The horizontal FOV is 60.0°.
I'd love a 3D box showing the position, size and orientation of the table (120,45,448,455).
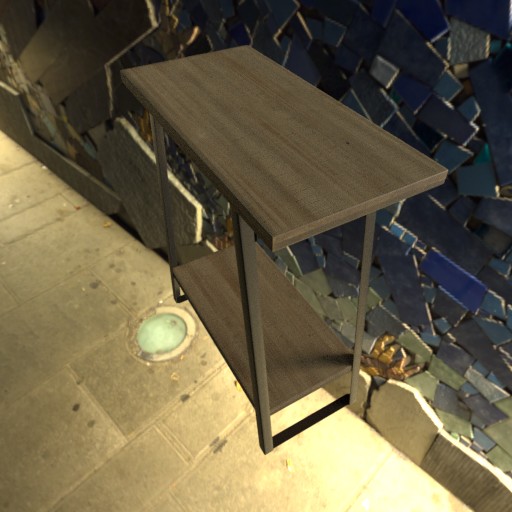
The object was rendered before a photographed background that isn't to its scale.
[{"bbox_3d":[0.000,0.000,1.017,0.300,0.701,0.599,-22,48,-21],"label":"table"}]
